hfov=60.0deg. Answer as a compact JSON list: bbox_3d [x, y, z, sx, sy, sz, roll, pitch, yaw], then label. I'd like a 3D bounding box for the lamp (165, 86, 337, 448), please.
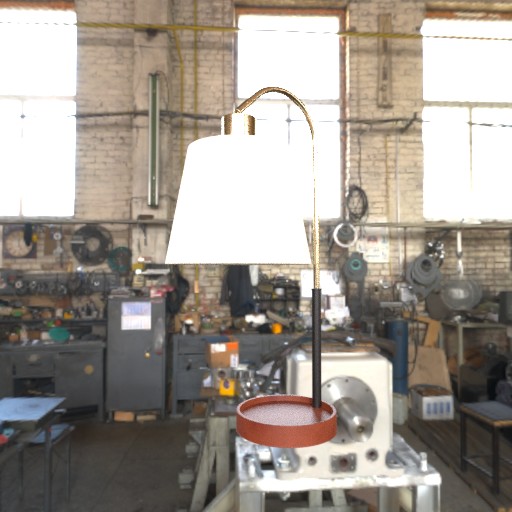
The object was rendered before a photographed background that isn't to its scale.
[{"bbox_3d":[0.000,0.000,0.666,0.273,0.536,0.211,1,-2,-36],"label":"lamp"}]
